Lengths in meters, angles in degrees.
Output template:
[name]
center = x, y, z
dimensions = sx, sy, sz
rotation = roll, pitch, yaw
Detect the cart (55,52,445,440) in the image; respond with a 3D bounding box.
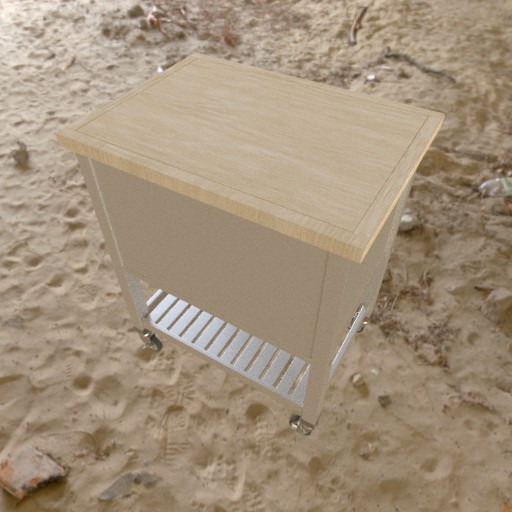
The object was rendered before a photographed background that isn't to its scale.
[cart]
center = 0.000, 0.000, 1.394
dimensions = 0.762, 0.914, 0.559
rotation = 23, 50, 21
